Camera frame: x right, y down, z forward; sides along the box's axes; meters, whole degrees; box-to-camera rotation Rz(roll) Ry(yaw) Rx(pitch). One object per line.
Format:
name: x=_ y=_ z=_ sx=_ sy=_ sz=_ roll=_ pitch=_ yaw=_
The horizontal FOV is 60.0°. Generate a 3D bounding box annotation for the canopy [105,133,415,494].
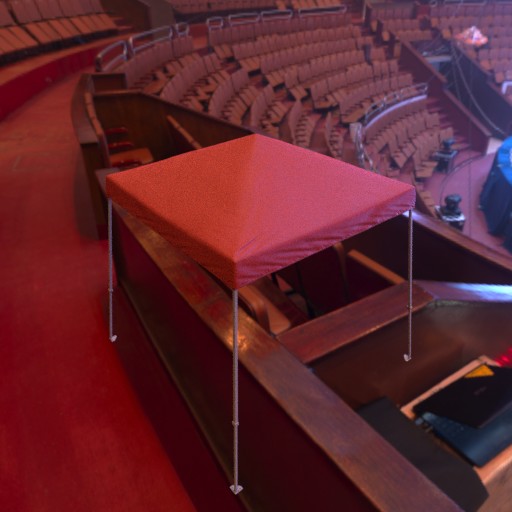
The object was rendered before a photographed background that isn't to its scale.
canopy: x=0.000 y=0.000 z=6.535 sx=3.600 sy=3.600 sz=3.599 roll=-23 pitch=38 yaw=-33
